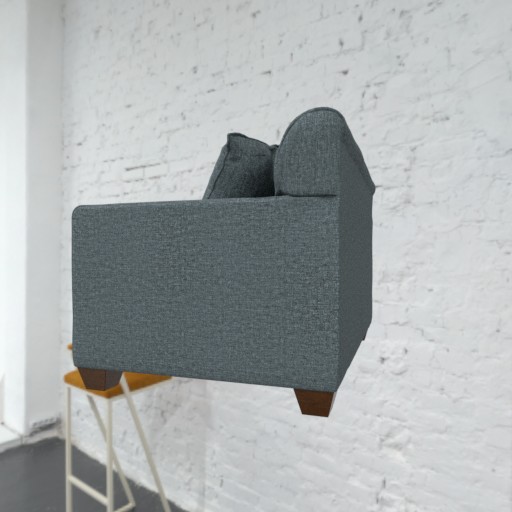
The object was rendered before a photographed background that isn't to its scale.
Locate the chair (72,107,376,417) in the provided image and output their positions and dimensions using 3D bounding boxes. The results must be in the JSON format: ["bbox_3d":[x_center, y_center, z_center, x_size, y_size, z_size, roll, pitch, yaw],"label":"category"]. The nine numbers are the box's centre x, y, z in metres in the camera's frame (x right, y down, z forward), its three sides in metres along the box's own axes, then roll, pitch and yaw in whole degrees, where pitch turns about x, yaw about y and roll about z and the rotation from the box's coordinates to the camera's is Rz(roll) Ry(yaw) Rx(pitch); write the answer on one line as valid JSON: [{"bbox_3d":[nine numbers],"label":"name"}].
[{"bbox_3d":[0.000,0.000,2.064,1.000,0.948,1.383,0,0,19],"label":"chair"}]
